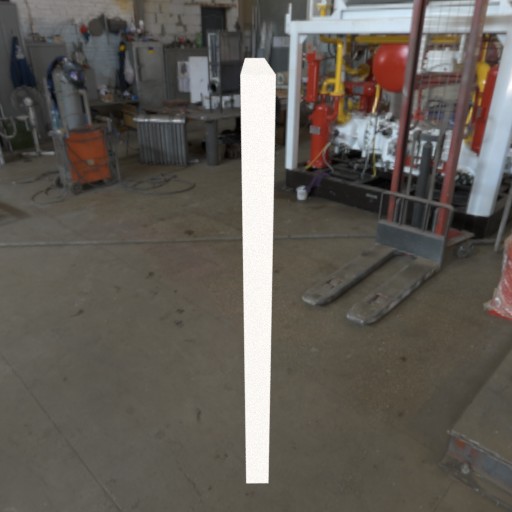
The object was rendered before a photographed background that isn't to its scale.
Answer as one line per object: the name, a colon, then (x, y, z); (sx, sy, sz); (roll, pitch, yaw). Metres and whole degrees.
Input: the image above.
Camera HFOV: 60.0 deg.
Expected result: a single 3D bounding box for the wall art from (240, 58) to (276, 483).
wall art: (0.000, 0.000, 0.826); (0.038, 0.657, 0.450); (0, 26, -1)
